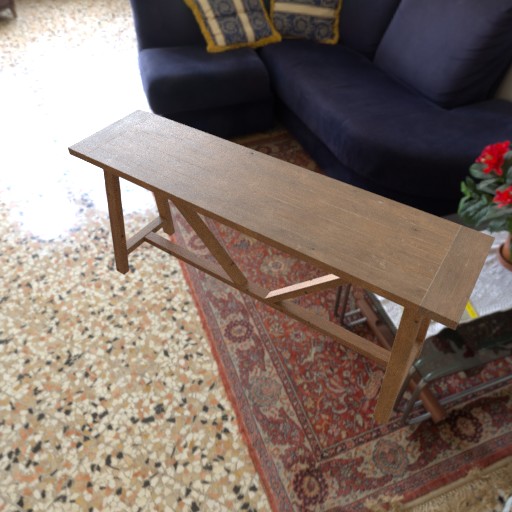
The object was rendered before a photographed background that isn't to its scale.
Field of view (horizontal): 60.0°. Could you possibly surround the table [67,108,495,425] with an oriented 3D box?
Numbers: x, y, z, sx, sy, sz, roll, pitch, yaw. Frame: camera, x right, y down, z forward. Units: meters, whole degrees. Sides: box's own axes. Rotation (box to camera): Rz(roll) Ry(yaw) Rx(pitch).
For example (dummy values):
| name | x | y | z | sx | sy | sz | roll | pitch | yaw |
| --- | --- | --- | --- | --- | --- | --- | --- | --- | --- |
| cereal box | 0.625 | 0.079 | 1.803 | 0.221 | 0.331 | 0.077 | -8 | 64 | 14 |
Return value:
| name | x | y | z | sx | sy | sz | roll | pitch | yaw |
| --- | --- | --- | --- | --- | --- | --- | --- | --- | --- |
| table | 0.000 | 0.000 | 2.128 | 1.800 | 0.810 | 0.465 | 25 | 50 | 23 |
